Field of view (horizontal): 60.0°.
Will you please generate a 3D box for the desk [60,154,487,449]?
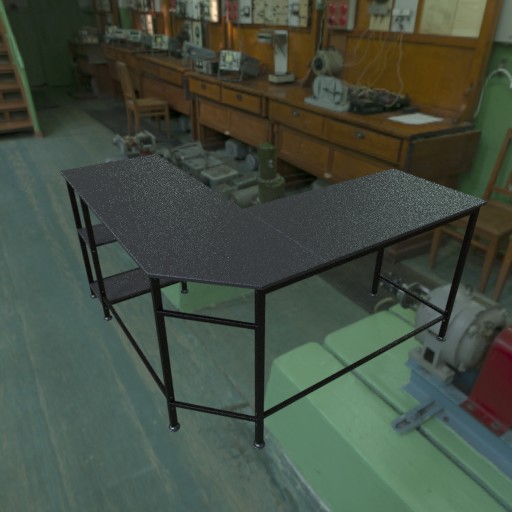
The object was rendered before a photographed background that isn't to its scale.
[{"bbox_3d":[0.000,0.000,2.181,1.379,0.739,1.379,-18,35,-29],"label":"desk"}]
